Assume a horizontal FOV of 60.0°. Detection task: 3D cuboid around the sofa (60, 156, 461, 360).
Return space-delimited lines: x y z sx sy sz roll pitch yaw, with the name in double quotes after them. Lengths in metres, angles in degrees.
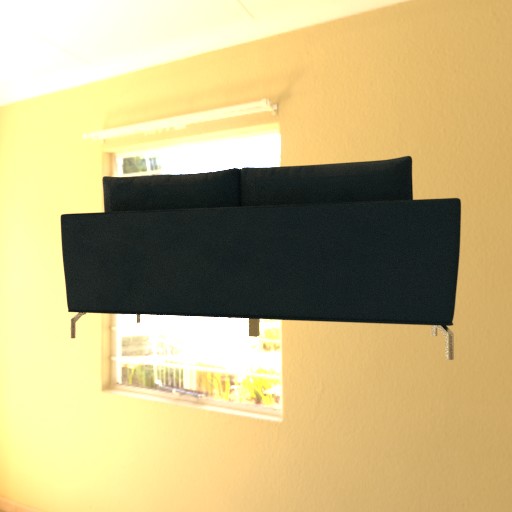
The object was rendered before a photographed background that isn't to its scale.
0.000 0.000 2.729 2.212 0.998 0.853 0 -1 17 "sofa"
